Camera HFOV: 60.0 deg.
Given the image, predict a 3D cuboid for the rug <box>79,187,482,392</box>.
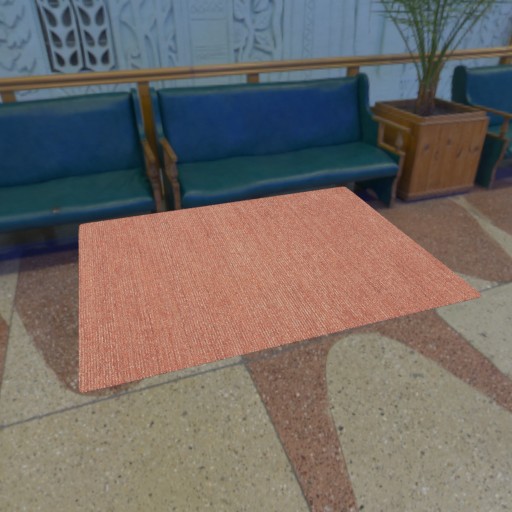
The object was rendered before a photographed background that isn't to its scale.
[{"bbox_3d":[0.000,0.000,2.789,2.112,0.009,1.594,-10,34,-16],"label":"rug"}]
